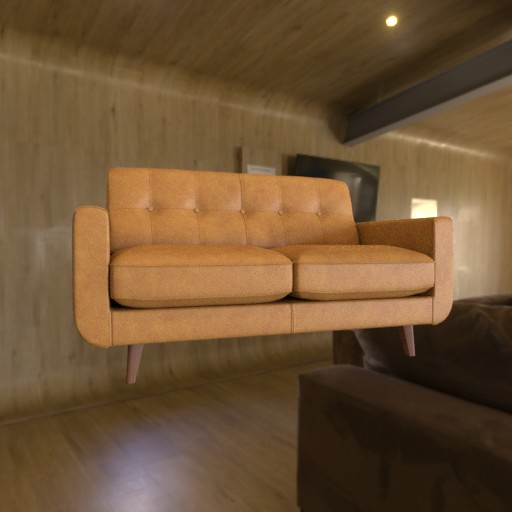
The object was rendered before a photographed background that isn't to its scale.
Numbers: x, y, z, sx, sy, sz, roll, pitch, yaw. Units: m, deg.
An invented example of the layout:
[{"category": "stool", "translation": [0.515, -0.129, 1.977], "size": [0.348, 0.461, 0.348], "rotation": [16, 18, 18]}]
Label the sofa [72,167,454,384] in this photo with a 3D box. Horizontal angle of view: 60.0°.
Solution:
[{"category": "sofa", "translation": [0.000, 0.000, 2.213], "size": [1.651, 0.925, 0.952], "rotation": [0, 1, -19]}]
